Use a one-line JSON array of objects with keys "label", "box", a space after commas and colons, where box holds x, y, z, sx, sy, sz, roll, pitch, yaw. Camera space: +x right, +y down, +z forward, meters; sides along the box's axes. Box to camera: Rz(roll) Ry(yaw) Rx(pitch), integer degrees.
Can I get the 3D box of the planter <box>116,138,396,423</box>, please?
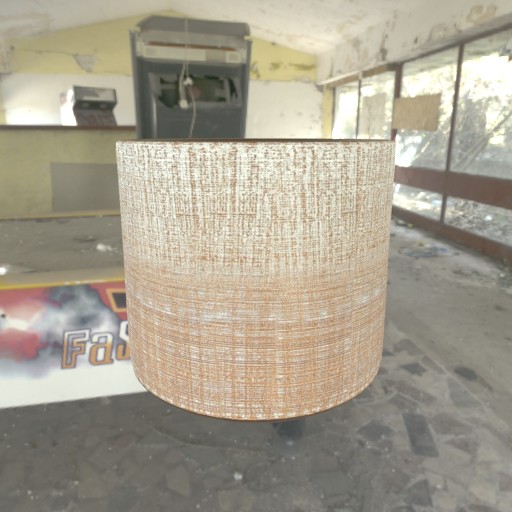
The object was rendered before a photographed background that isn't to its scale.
[{"label": "planter", "box": [0.000, 0.000, 0.188, 0.109, 0.096, 0.109, 0, 15, 0]}]
